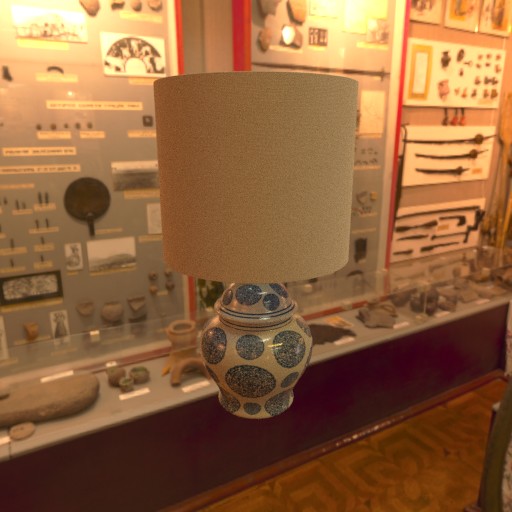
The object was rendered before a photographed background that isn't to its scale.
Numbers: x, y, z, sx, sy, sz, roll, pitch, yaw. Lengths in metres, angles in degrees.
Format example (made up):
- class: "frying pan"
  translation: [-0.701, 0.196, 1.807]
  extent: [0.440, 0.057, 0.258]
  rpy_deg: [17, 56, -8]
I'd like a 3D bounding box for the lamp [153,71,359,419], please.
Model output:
- class: "lamp"
  translation: [0.000, 0.000, 0.526]
  extent: [0.215, 0.381, 0.215]
  rpy_deg: [-8, 18, -27]
